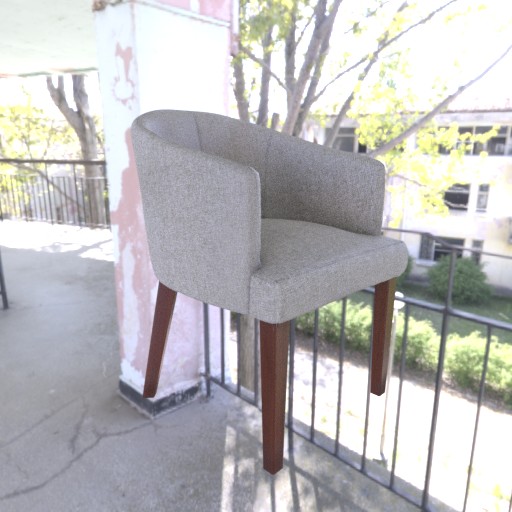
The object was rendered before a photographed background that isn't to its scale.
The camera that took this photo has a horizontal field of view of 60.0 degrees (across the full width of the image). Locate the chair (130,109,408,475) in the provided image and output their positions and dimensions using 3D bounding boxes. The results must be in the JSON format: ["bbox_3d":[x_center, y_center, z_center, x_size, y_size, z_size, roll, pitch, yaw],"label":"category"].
[{"bbox_3d":[0.000,0.000,1.248,0.655,0.811,0.583,13,19,43],"label":"chair"}]
